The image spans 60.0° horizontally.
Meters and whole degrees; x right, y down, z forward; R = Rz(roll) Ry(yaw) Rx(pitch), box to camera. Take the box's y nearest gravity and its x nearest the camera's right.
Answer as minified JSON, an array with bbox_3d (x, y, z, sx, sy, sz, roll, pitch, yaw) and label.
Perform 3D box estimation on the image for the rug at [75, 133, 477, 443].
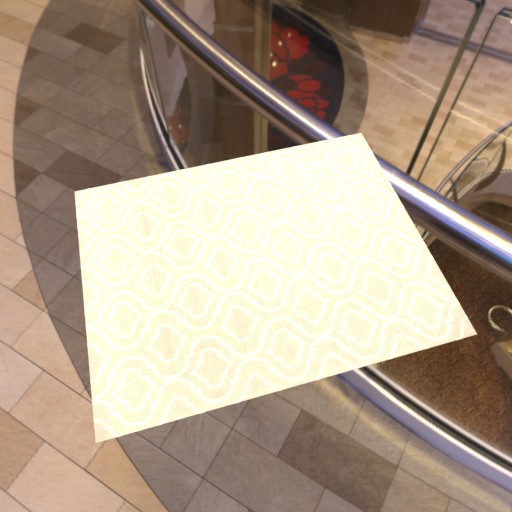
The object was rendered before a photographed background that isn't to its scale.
[{"bbox_3d":[0.000,0.000,3.783,2.892,0.006,2.283,-13,59,-8],"label":"rug"}]
